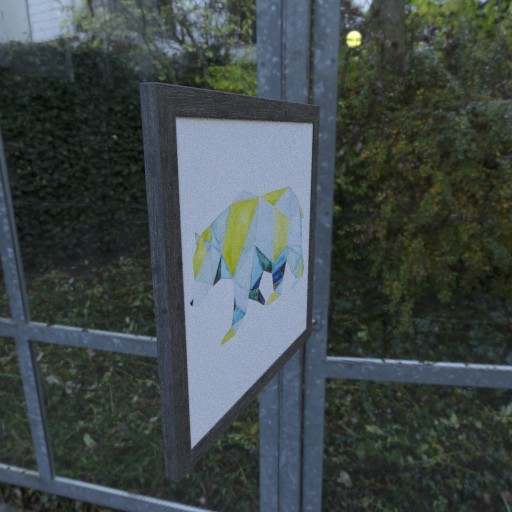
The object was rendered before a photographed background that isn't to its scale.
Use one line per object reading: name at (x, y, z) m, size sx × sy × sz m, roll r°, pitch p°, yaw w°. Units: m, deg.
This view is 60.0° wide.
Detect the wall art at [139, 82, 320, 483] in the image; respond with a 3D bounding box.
wall art at (0.000, 0.000, 0.683) m, size 0.027 × 0.459 × 0.462 m, roll 8°, pitch 18°, yaw 26°
